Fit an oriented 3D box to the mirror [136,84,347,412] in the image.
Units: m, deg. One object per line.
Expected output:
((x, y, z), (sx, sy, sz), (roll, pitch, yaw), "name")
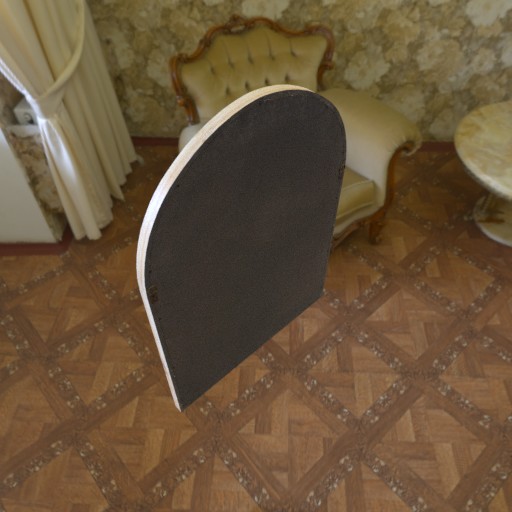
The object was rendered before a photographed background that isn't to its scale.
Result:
((0.000, 0.000, 1.196), (0.660, 0.920, 0.032), (-35, 56, -28), "mirror")
